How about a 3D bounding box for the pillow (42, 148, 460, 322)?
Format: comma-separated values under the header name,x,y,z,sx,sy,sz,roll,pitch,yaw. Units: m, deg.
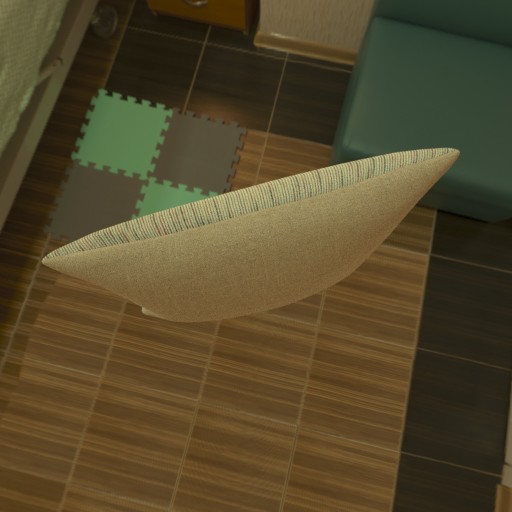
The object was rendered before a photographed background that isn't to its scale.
name,x,y,z,sx,sy,sz,roll,pitch,yaw
pillow,0.000,0.000,0.755,0.512,0.506,0.178,-15,76,-4
